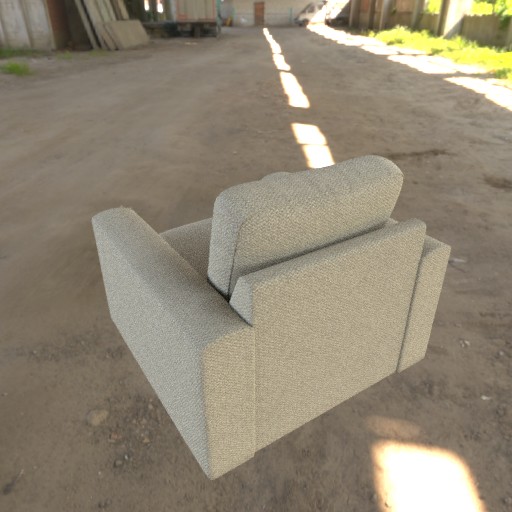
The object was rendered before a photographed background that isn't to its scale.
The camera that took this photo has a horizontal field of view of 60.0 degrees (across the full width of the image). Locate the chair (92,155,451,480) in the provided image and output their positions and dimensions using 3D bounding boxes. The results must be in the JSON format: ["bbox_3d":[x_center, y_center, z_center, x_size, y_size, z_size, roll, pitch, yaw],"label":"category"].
[{"bbox_3d":[0.000,0.000,1.755,1.005,0.873,1.016,-18,34,-28],"label":"chair"}]
